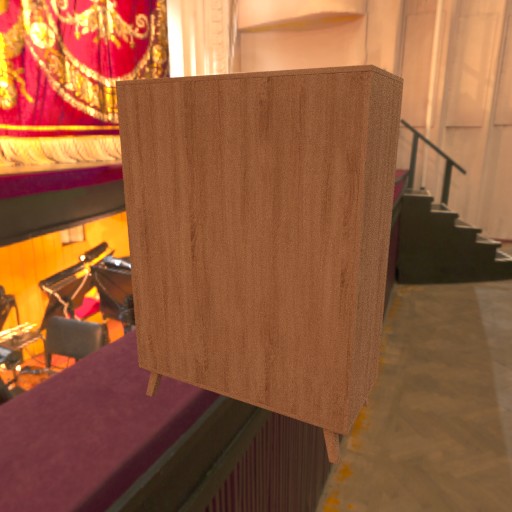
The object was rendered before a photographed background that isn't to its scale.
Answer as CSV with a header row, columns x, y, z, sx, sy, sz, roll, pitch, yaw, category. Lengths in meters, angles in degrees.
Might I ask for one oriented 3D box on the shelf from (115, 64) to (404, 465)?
x,y,z,sx,sy,sz,roll,pitch,yaw,category
0.000,0.000,1.873,1.000,1.390,0.450,9,18,27,shelf
